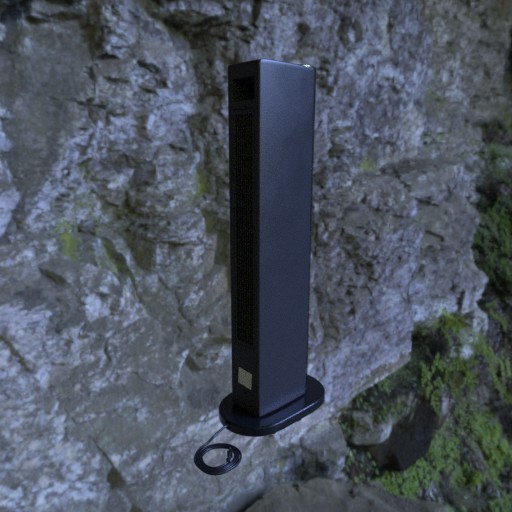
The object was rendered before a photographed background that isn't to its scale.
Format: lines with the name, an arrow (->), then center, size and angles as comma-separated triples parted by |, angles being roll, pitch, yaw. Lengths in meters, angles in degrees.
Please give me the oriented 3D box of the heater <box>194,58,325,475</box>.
heater -> 0.000, 0.000, 1.042 | 0.214, 0.856, 0.458 | 13, 18, 43
